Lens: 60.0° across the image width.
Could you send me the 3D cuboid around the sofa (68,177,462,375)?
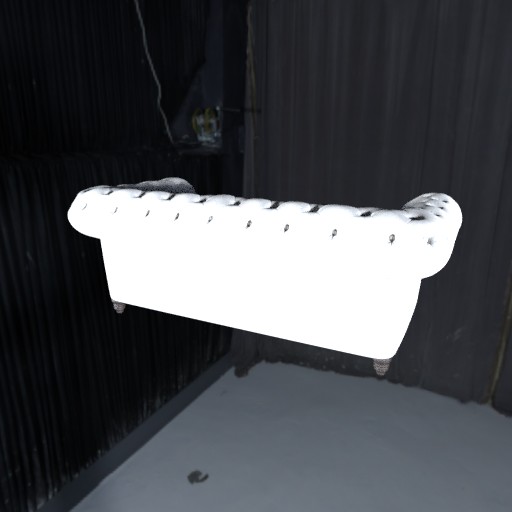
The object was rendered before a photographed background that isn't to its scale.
[{"bbox_3d":[0.000,0.000,2.464,1.998,0.764,0.986,8,18,26],"label":"sofa"}]
